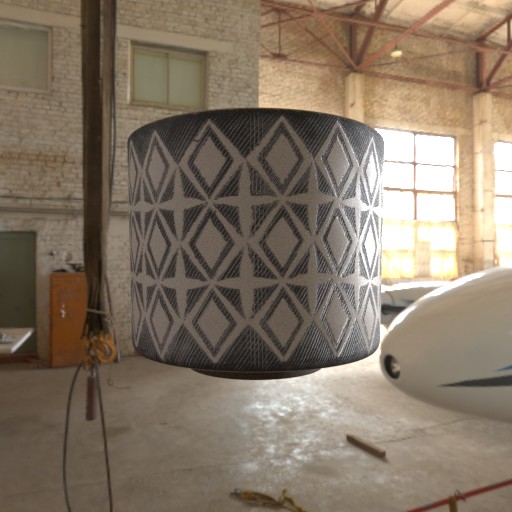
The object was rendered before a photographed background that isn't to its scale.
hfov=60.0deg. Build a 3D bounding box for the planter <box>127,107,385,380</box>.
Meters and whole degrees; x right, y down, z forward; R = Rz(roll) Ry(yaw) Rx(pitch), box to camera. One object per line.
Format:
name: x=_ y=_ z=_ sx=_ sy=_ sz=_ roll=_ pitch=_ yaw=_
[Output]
planter: x=0.000 y=0.000 z=0.343 sx=0.192 sy=0.165 sz=0.192 roll=0 pitch=-1 yaw=0
